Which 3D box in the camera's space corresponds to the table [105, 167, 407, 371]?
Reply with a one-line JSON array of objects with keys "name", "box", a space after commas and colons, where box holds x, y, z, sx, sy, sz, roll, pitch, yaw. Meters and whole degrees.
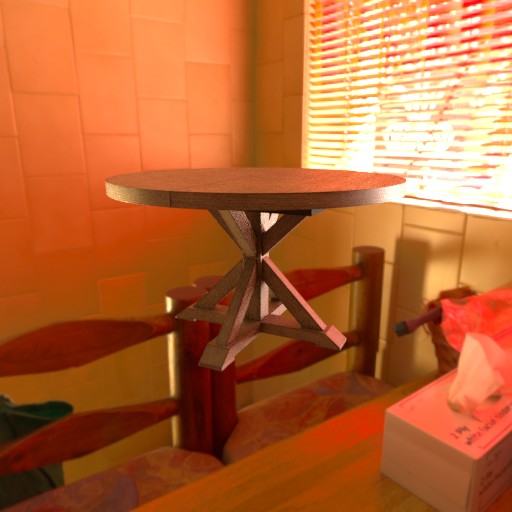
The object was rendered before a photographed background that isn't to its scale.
[{"name": "table", "box": [0.000, 0.000, 2.201, 1.363, 0.781, 1.363, 0, 15, 0]}]
